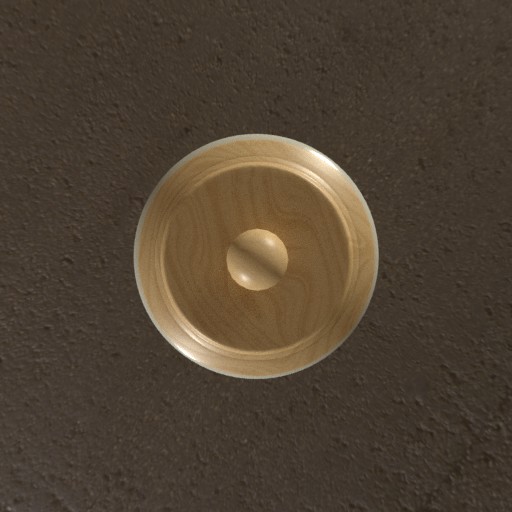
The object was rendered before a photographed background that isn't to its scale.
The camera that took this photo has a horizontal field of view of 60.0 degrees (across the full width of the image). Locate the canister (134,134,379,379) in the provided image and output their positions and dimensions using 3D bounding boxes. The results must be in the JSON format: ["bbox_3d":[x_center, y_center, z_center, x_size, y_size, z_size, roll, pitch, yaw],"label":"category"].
[{"bbox_3d":[0.000,0.000,0.264,0.130,0.176,0.130,0,91,0],"label":"canister"}]
